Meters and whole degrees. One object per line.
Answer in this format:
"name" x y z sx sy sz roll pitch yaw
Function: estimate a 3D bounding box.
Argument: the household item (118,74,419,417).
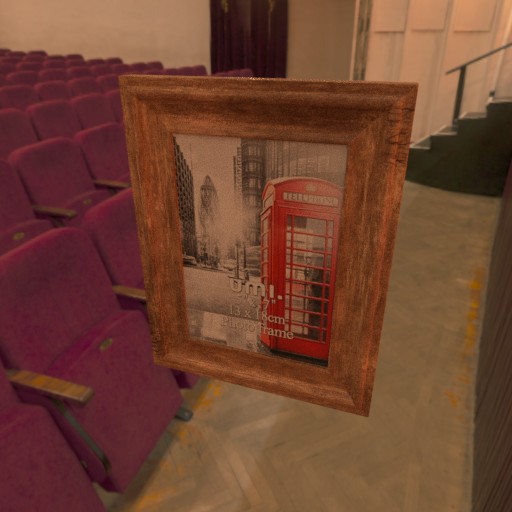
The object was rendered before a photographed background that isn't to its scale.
"household item" 0.000 0.000 0.318 0.186 0.237 0.018 9 27 17
